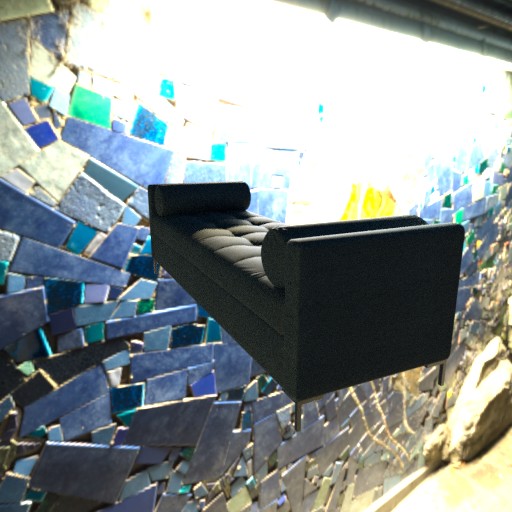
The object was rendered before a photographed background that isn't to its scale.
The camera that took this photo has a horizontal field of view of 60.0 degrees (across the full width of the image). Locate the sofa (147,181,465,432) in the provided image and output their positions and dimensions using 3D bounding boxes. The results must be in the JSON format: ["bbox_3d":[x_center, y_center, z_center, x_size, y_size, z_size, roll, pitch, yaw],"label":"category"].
[{"bbox_3d":[0.000,0.000,2.336,0.686,0.635,1.981,-7,16,-25],"label":"sofa"}]
